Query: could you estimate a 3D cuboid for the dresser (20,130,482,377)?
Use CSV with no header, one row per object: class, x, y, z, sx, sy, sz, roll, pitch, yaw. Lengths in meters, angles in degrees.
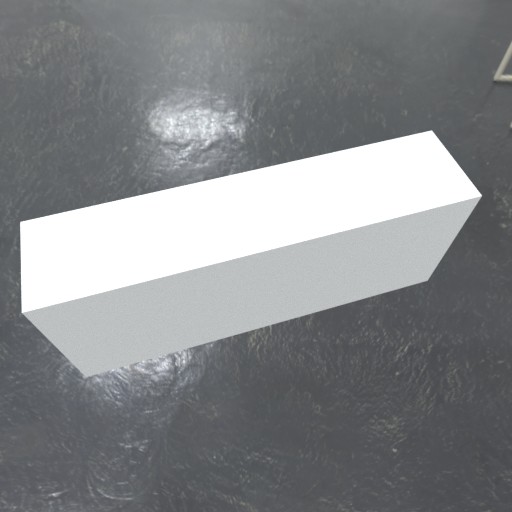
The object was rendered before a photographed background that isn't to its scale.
dresser,0.000,0.000,2.511,2.200,0.840,0.500,-14,58,-9
